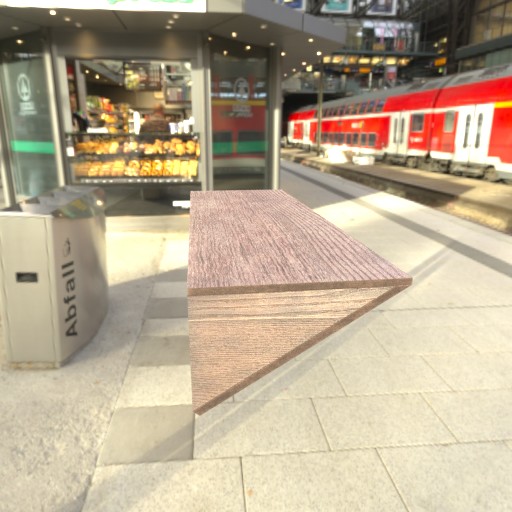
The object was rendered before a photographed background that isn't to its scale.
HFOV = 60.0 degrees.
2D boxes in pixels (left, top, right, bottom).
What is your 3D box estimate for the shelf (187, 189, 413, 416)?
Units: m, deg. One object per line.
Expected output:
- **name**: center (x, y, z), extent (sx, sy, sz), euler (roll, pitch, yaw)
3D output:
- **shelf**: center (0.000, 0.000, 0.691), extent (0.200, 0.125, 0.610), euler (-2, 16, -8)
